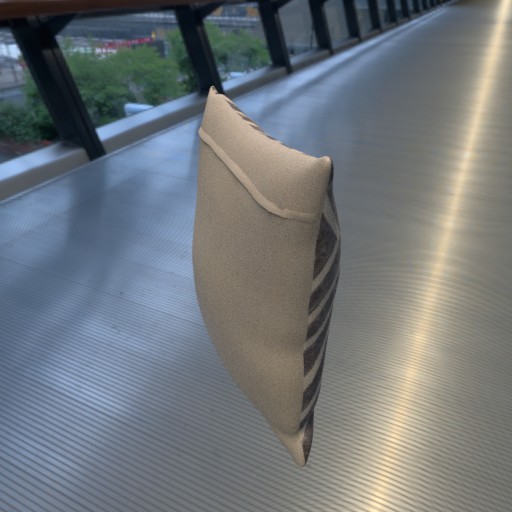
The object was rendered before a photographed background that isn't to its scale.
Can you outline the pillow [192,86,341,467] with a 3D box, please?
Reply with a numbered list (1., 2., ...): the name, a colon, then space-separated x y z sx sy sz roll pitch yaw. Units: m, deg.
1. pillow: 0.000 0.000 0.684 0.182 0.441 0.440 -10 32 -17
